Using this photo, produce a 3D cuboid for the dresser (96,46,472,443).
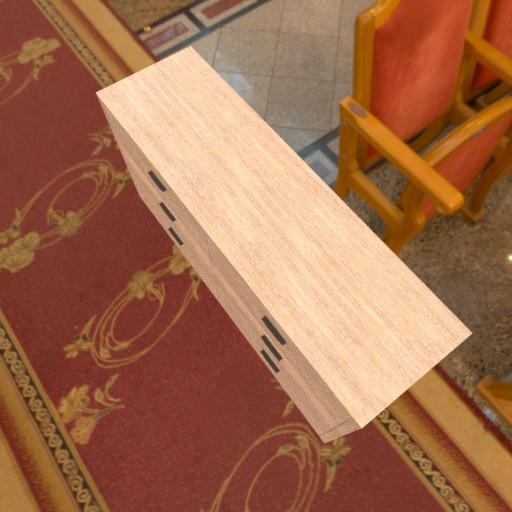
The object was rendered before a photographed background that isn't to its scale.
[{"bbox_3d":[0.000,0.000,1.925,0.457,0.914,1.524,-34,69,-15],"label":"dresser"}]
